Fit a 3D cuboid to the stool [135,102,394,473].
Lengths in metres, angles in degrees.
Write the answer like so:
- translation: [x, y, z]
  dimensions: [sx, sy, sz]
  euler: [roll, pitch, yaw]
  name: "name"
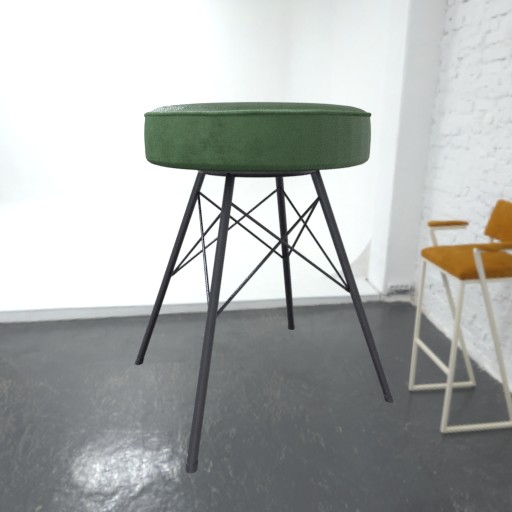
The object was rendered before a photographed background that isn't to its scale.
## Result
- translation: [0.000, 0.000, 0.925]
  dimensions: [0.457, 0.595, 0.430]
  euler: [-8, 18, -26]
  name: "stool"
